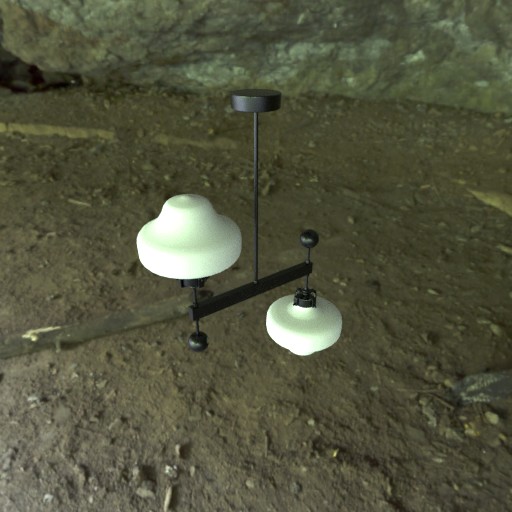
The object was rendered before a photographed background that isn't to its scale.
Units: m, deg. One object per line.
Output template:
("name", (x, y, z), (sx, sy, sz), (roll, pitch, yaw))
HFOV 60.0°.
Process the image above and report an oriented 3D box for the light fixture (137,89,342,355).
("light fixture", (0.000, 0.000, 1.062), (0.422, 0.743, 0.489), (8, 29, 14))
